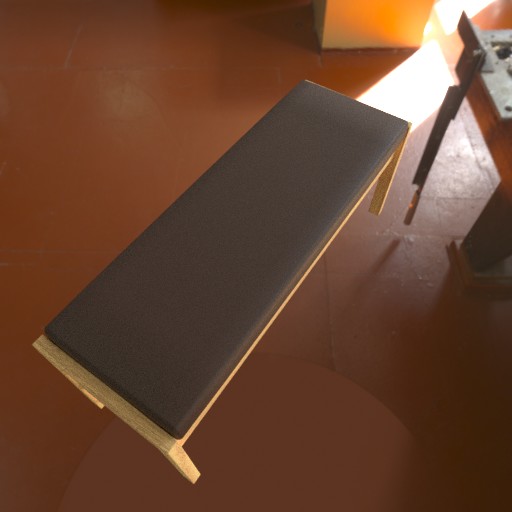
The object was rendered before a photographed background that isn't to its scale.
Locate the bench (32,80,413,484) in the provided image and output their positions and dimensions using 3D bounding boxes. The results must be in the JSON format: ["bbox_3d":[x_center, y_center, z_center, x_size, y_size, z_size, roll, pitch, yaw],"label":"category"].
[{"bbox_3d":[0.000,0.000,1.382,0.405,0.480,1.200,30,61,19],"label":"bench"}]
